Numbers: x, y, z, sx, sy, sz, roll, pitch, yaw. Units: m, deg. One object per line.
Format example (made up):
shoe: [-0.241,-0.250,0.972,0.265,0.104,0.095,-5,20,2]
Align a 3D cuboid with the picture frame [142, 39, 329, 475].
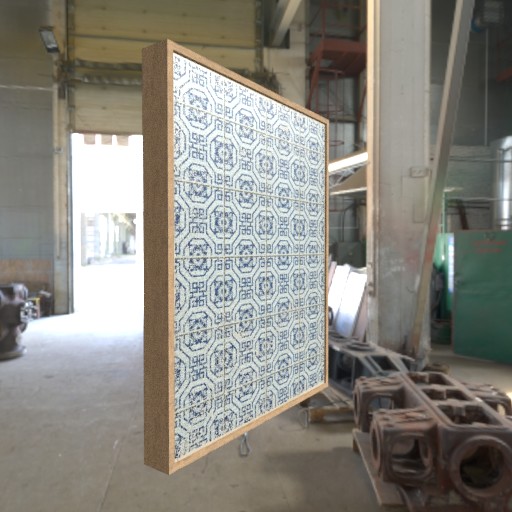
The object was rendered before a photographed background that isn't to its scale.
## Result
picture frame: [0.000,0.000,0.717,0.046,0.526,0.421,1,2,36]
